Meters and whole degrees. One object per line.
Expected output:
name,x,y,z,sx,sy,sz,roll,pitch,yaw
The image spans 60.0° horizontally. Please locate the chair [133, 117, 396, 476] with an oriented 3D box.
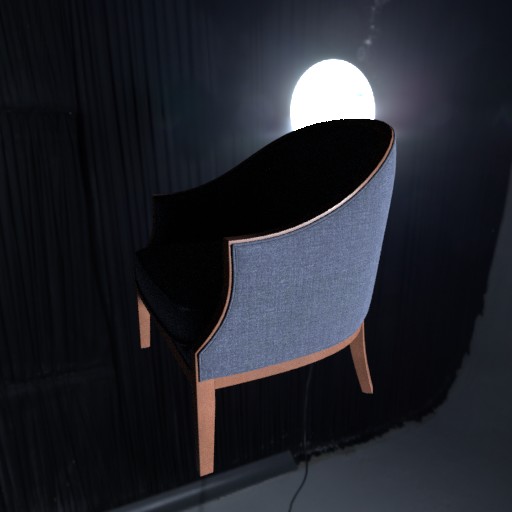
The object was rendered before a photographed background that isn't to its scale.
chair,0.000,0.000,1.460,0.735,0.876,0.803,-7,18,-24
